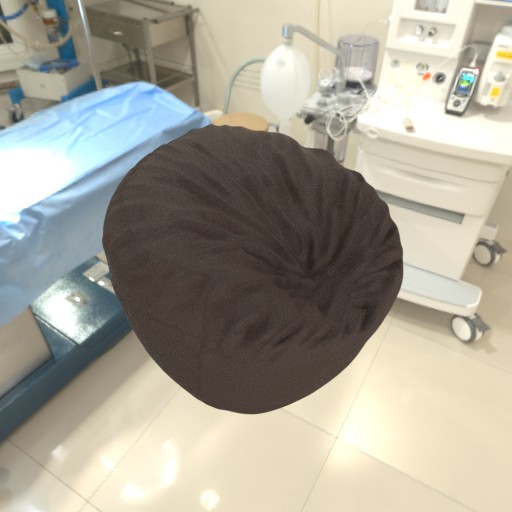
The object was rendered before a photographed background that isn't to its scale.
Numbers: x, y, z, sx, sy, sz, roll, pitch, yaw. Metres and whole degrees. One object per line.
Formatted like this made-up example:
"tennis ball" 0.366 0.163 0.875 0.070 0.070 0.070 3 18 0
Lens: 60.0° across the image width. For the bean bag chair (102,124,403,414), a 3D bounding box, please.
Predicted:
"bean bag chair" 0.000 0.000 2.012 1.245 0.821 1.245 0 42 0
